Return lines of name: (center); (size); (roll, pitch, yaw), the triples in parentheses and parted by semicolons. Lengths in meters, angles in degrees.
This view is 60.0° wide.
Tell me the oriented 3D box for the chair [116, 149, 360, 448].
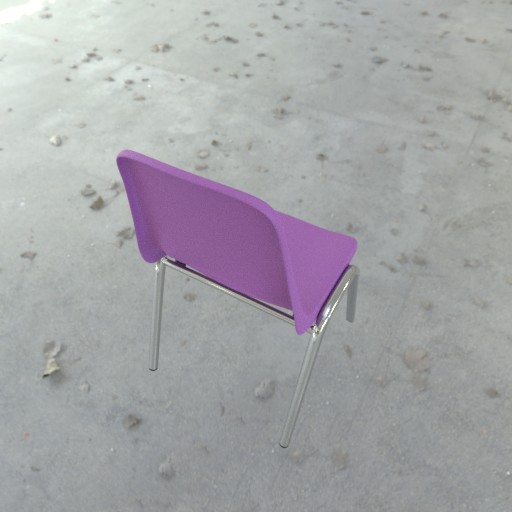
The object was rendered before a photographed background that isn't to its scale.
chair: (0.000, 0.000, 0.681); (0.291, 0.493, 0.301); (23, 51, 20)
